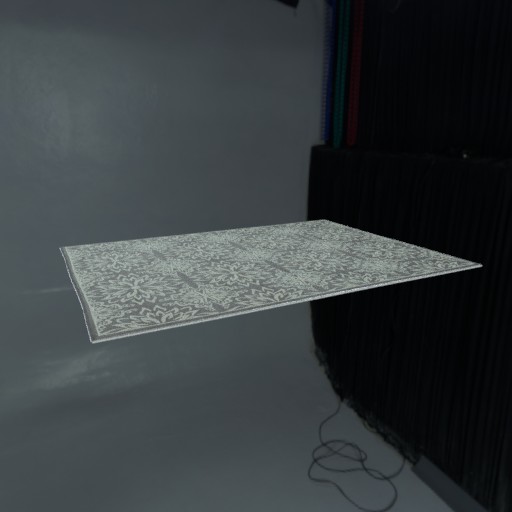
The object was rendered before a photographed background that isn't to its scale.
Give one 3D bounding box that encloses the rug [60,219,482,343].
[{"bbox_3d":[0.000,0.000,2.843,2.213,0.014,1.608,-8,17,-26],"label":"rug"}]
